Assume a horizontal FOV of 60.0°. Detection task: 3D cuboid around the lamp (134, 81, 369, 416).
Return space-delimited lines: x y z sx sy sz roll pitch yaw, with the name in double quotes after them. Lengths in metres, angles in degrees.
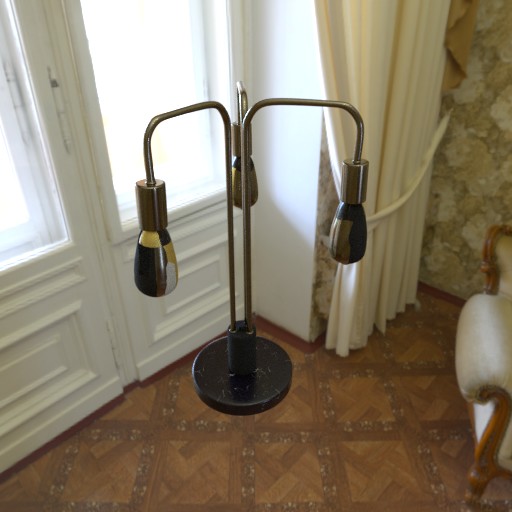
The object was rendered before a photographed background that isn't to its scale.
0.000 0.000 0.801 0.355 0.560 0.368 -1 30 -1 "lamp"
